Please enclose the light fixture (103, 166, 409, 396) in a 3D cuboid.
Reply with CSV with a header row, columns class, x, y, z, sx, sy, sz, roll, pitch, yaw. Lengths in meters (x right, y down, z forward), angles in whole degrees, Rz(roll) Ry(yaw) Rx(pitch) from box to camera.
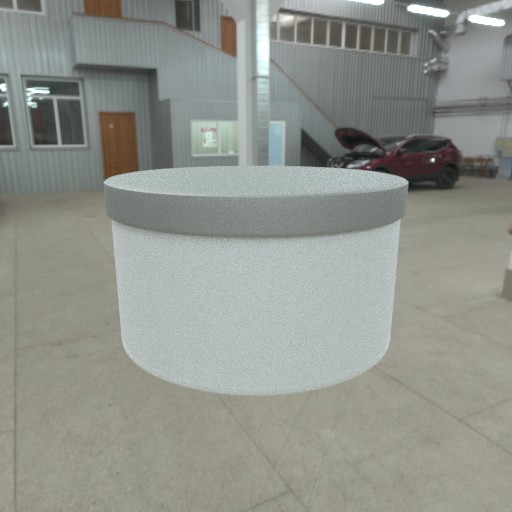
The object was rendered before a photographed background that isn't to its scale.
class,x,y,z,sx,sy,sz,roll,pitch,yaw
light fixture,0.000,0.000,0.631,0.393,0.229,0.393,0,15,0
